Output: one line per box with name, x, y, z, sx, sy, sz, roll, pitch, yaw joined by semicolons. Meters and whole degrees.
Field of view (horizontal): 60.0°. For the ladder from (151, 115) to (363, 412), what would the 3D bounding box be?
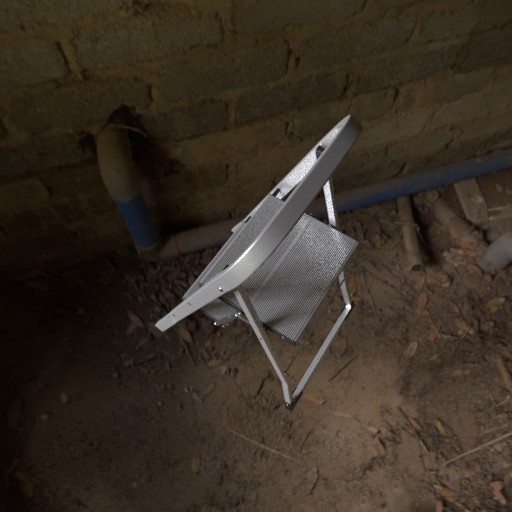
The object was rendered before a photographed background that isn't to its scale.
ladder;0.000;0.000;1.127;0.530;0.830;0.465;30;66;15
